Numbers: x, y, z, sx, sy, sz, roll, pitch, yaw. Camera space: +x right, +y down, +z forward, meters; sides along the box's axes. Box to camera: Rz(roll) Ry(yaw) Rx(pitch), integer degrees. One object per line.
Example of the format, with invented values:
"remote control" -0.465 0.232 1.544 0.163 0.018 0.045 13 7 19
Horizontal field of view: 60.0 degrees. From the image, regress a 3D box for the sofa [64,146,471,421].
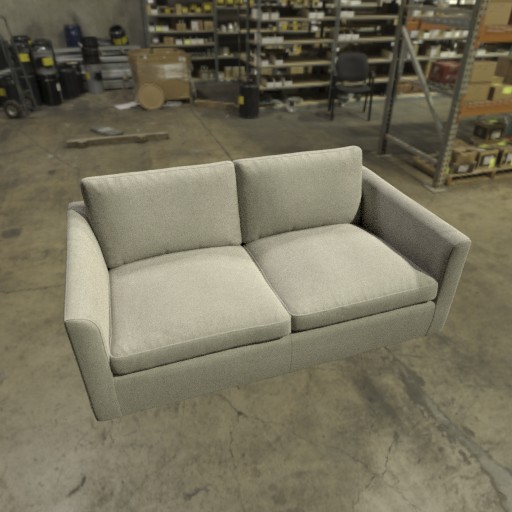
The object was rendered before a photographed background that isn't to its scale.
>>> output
"sofa" 0.000 0.000 2.463 1.905 0.839 1.091 -10 34 -16
